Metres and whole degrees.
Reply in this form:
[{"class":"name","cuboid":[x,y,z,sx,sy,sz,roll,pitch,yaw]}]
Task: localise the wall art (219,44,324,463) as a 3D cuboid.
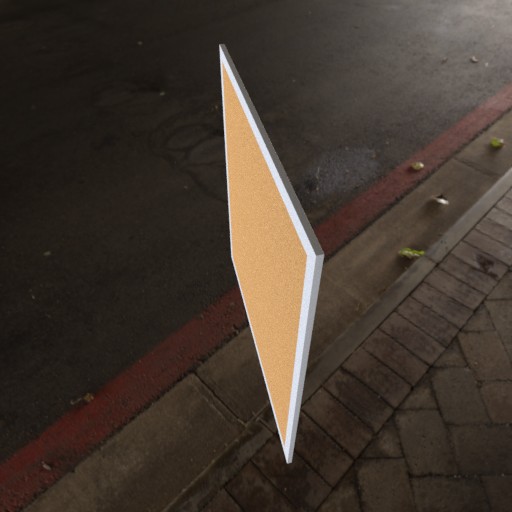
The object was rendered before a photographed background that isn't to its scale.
[{"class":"wall art","cuboid":[0.000,0.000,1.200,0.013,0.813,0.812,-9,46,-9]}]
